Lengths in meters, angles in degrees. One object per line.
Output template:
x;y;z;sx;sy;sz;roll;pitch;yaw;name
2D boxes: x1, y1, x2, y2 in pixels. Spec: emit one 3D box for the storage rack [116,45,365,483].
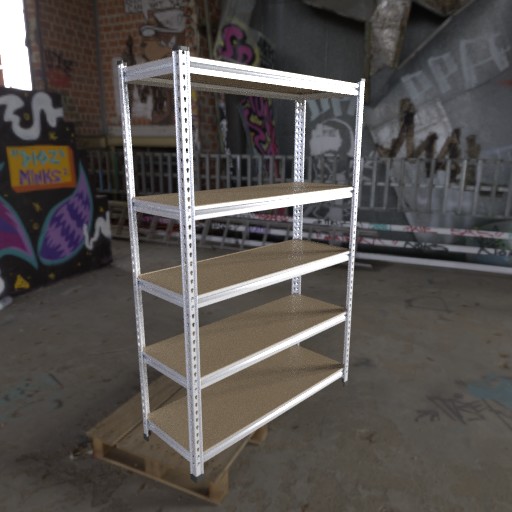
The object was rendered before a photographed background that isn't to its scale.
0.000;0.000;2.354;1.219;1.829;0.457;-14;20;-43;storage rack
